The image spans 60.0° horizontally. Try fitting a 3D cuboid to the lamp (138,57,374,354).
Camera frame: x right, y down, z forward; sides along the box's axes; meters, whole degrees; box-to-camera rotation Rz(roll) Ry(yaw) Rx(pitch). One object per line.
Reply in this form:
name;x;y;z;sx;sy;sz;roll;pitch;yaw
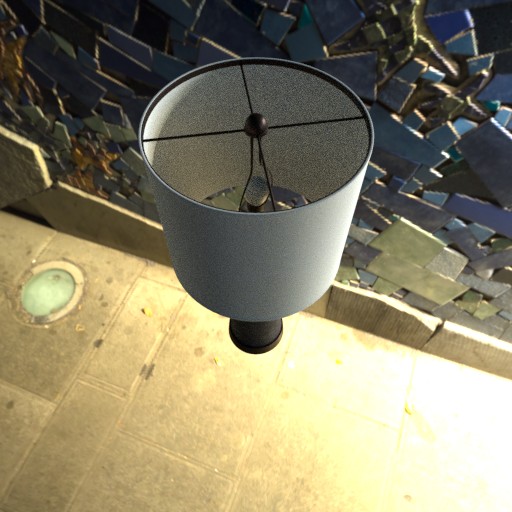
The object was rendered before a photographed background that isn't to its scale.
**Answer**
lamp;0.000;0.000;0.820;0.301;0.630;0.301;31;61;19
